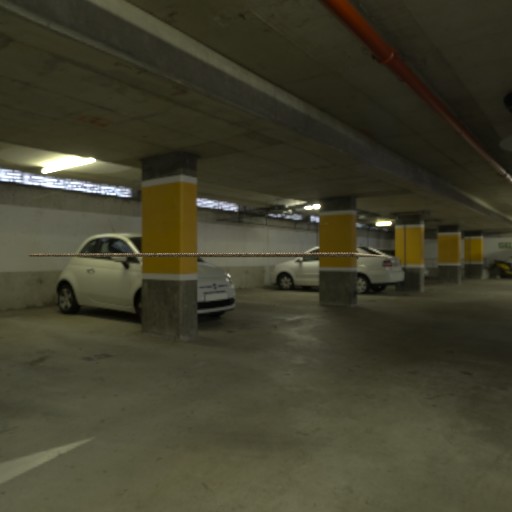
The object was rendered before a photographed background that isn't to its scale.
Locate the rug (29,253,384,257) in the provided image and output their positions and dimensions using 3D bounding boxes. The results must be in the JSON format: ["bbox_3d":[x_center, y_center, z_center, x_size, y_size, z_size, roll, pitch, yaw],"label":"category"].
[{"bbox_3d":[0.000,0.000,2.959,1.547,0.013,2.283,0,0,19],"label":"rug"}]
